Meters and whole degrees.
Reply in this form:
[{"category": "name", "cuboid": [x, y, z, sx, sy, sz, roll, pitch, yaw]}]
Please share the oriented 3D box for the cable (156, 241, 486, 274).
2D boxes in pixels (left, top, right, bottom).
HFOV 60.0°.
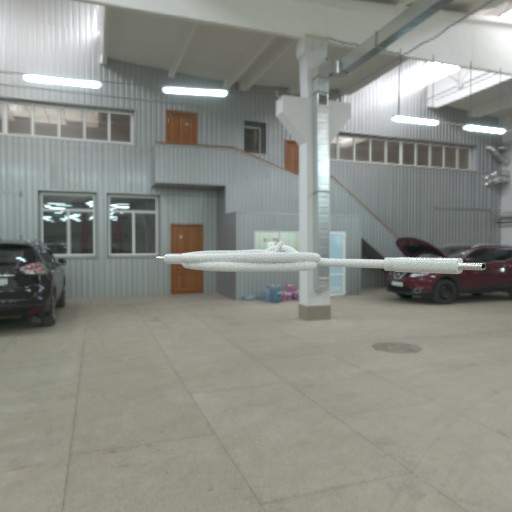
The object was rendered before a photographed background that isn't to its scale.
[{"category": "cable", "cuboid": [0.000, 0.000, 0.209, 0.186, 0.014, 0.070, 1, 2, 35]}]
